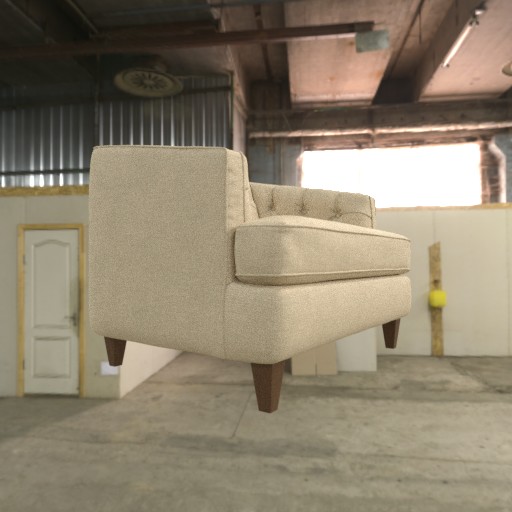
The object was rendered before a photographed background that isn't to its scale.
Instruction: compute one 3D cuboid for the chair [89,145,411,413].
[{"bbox_3d":[0.000,0.000,1.728,0.914,0.787,1.118,0,0,35],"label":"chair"}]
